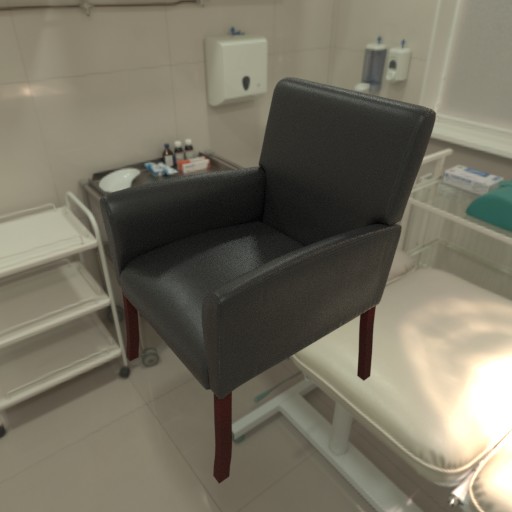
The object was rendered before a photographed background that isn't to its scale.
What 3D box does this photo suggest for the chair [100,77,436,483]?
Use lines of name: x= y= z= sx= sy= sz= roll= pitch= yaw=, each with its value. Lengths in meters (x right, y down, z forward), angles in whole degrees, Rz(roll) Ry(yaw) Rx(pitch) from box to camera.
chair: x=0.000 y=0.000 z=1.455 sx=0.772 sy=0.951 sz=0.683 roll=-22 pitch=38 yaw=-31
